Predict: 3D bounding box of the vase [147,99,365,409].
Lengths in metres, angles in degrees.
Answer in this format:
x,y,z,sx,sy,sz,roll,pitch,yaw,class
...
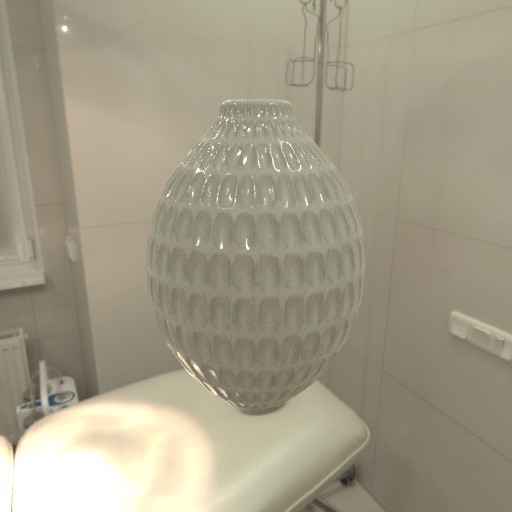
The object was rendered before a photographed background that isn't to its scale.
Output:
x,y,z,sx,sy,sz,roll,pitch,yaw,class
0.000,0.000,0.336,0.162,0.223,0.162,0,17,0,vase
